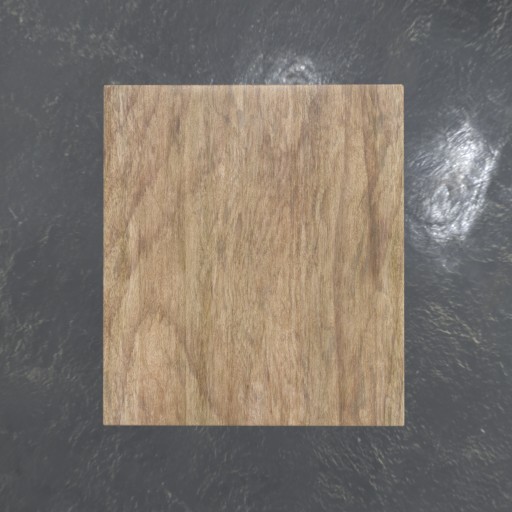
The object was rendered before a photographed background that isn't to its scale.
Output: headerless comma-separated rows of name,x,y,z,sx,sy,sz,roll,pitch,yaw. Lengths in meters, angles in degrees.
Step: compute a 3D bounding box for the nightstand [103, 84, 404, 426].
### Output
nightstand,0.000,0.000,0.871,0.406,0.559,0.457,0,90,0
